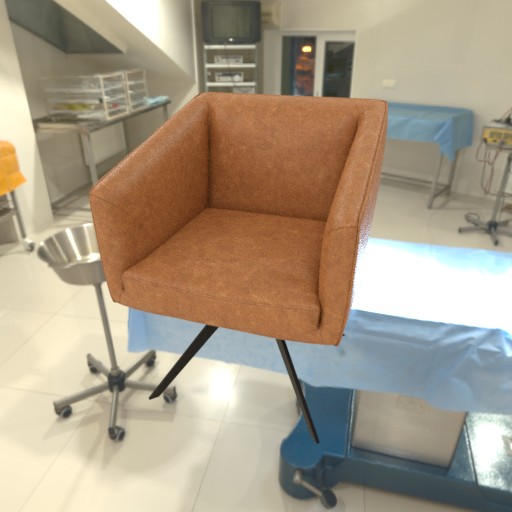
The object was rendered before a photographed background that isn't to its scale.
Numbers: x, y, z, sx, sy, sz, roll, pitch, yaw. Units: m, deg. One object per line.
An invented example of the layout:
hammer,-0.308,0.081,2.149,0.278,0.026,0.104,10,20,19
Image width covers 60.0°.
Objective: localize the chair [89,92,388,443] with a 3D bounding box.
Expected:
chair,0.000,0.000,1.215,0.588,0.760,0.625,8,28,16
